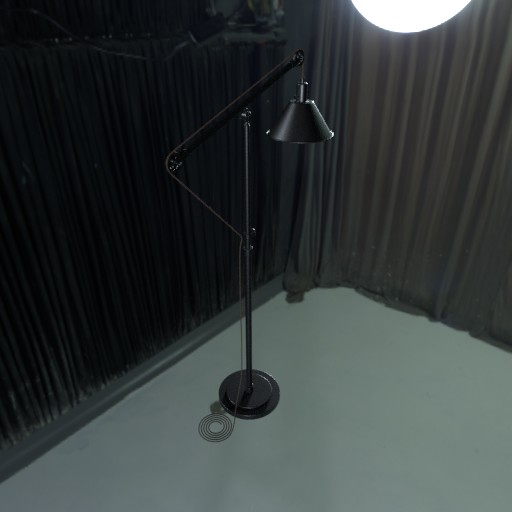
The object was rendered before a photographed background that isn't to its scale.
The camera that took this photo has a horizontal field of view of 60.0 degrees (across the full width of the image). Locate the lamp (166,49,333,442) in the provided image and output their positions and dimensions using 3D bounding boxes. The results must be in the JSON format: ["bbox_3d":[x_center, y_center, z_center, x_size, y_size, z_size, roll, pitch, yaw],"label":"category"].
[{"bbox_3d":[0.000,0.000,1.954,0.319,1.626,0.904,21,36,33],"label":"lamp"}]
